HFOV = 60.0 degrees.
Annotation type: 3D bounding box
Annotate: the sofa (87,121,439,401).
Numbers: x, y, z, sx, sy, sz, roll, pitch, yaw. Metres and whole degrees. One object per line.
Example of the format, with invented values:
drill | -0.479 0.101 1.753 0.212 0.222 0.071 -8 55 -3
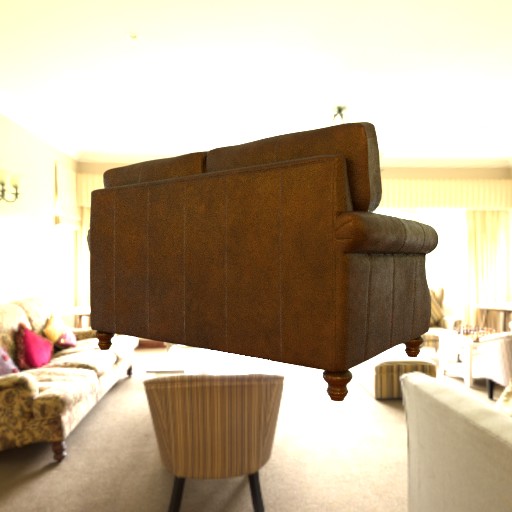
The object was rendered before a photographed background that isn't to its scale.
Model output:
sofa | 0.000 0.000 2.249 1.616 0.976 0.990 0 0 37
